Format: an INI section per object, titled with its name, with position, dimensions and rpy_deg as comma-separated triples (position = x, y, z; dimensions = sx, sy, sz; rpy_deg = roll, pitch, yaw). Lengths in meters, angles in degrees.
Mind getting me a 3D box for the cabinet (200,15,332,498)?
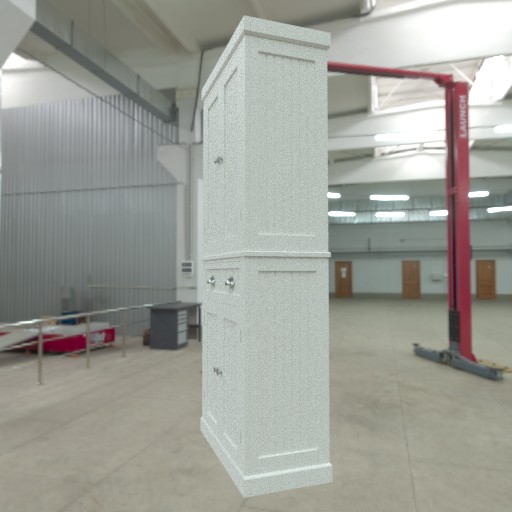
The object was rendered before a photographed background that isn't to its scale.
[cabinet]
position = 0.000, 0.000, 2.093
dimensions = 0.390, 1.829, 0.754
rpy_deg = 1, -2, -19
